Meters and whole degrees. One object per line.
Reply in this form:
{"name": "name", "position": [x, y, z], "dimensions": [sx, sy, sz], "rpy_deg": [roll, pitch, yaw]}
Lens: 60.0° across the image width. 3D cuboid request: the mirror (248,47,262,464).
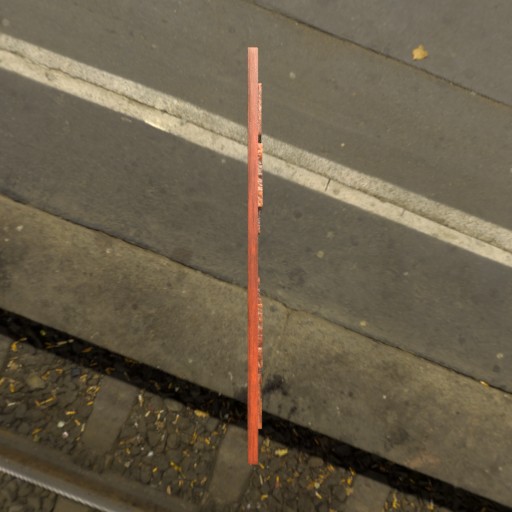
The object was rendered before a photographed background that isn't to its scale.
{"name": "mirror", "position": [0.000, 0.000, 1.039], "dimensions": [0.021, 0.805, 0.600], "rpy_deg": [0, 90, 0]}
